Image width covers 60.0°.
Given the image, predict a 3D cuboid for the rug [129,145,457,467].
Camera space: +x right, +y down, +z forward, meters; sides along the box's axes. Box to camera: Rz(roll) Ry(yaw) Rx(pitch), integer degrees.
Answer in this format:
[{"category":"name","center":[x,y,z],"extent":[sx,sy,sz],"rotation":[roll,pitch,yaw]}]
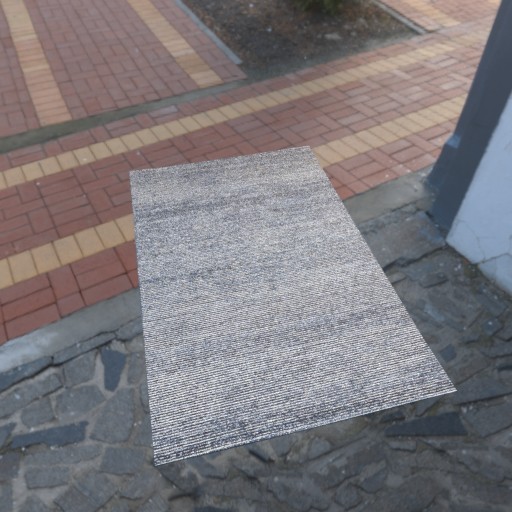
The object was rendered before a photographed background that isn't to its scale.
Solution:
[{"category":"rug","center":[0.000,0.000,2.158],"extent":[1.135,0.010,1.740],"rotation":[-10,47,-10]}]
